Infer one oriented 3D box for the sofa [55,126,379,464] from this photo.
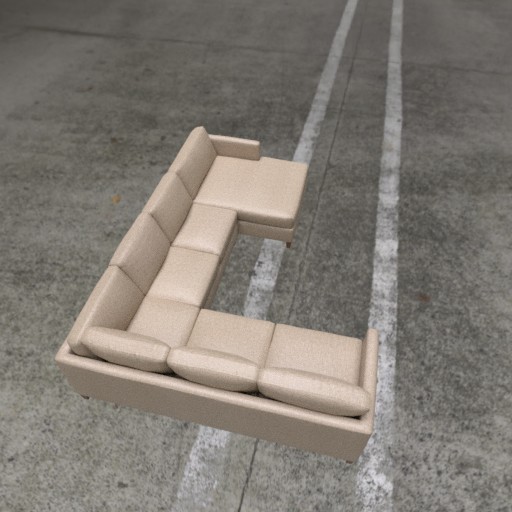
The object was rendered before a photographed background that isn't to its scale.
[{"bbox_3d":[0.000,0.000,4.682,2.594,0.961,3.460,10,49,9],"label":"sofa"}]
